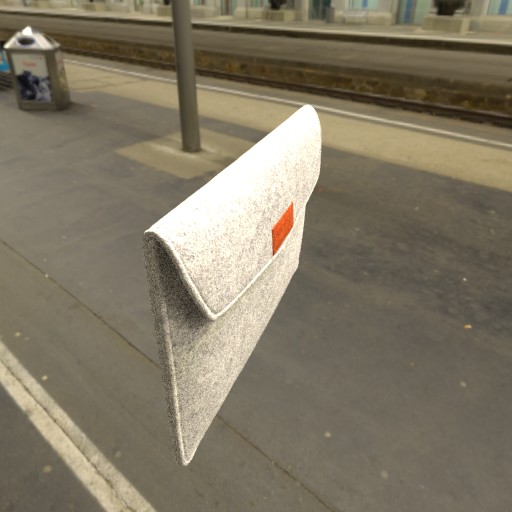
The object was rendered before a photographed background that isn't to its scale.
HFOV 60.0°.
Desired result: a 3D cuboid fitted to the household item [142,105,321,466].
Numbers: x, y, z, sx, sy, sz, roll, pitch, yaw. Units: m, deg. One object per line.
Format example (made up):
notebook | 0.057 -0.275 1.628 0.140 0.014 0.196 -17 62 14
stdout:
household item | 0.000 0.000 0.436 0.057 0.221 0.335 11 33 18
